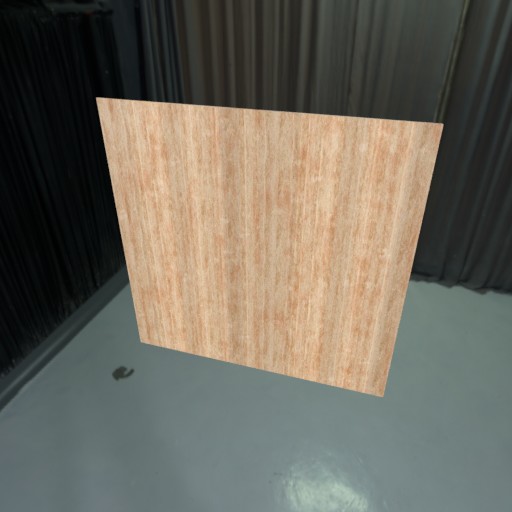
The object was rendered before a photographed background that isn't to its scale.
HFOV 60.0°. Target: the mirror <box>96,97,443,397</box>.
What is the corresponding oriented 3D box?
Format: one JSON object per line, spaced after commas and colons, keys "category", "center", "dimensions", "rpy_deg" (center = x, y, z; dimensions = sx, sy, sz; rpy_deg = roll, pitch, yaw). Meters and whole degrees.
{"category": "mirror", "center": [0.000, 0.000, 0.991], "dimensions": [0.651, 0.651, 0.047], "rpy_deg": [9, 33, 14]}
